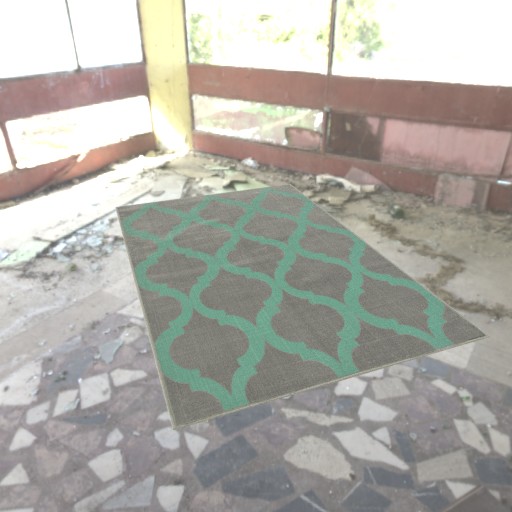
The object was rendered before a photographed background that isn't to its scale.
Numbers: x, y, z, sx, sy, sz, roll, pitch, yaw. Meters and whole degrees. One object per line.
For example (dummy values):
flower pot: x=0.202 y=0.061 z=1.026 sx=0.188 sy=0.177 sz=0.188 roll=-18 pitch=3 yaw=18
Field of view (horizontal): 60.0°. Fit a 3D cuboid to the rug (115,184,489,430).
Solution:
rug: x=0.000 y=0.000 z=2.819 sx=1.524 sy=0.006 sz=2.286 roll=-10 pitch=31 yaw=-18
